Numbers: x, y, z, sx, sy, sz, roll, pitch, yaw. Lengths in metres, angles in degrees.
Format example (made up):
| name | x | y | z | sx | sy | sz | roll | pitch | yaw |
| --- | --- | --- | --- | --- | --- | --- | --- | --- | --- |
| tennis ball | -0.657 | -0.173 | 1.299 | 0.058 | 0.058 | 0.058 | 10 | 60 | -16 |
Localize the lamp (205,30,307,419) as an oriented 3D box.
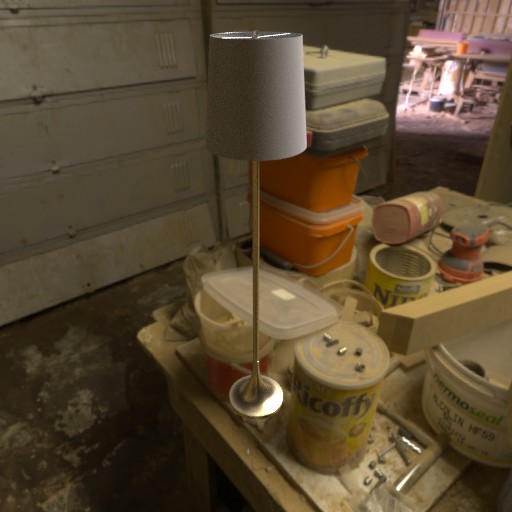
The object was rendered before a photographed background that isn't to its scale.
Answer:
| name | x | y | z | sx | sy | sz | roll | pitch | yaw |
| --- | --- | --- | --- | --- | --- | --- | --- | --- | --- |
| lamp | 0.000 | 0.000 | 1.700 | 0.337 | 1.543 | 0.337 | 0 | 31 | 0 |
